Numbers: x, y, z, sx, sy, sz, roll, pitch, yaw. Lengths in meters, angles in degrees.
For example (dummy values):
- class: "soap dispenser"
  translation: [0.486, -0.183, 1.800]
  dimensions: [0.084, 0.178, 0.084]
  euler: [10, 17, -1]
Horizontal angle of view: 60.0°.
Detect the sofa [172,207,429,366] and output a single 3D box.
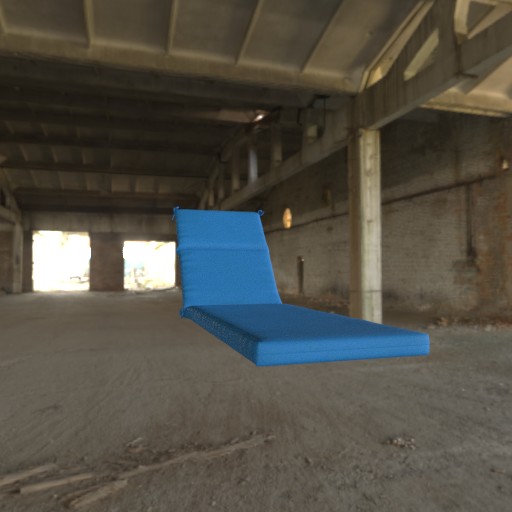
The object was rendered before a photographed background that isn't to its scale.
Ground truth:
- class: "sofa"
  translation: [0.000, 0.000, 1.964]
  dimensions: [0.582, 0.622, 1.663]
  euler: [1, -2, -17]
